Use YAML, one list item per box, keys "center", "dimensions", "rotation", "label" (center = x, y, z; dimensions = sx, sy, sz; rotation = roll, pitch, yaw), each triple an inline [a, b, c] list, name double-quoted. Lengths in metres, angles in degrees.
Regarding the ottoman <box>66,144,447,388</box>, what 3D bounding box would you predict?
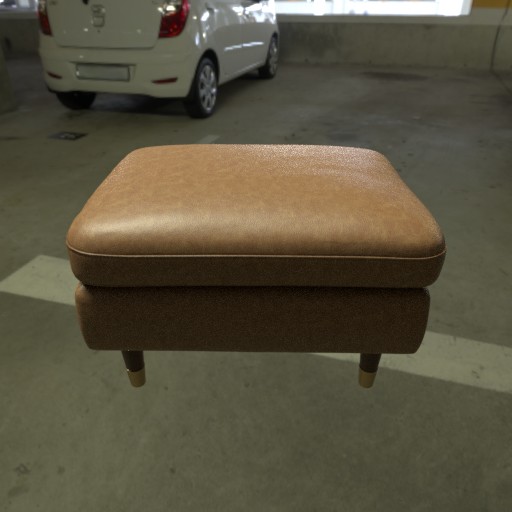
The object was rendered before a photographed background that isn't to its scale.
- center: [0.000, 0.000, 1.126]
  dimensions: [0.747, 0.478, 0.593]
  rotation: [0, 30, 0]
  label: "ottoman"
